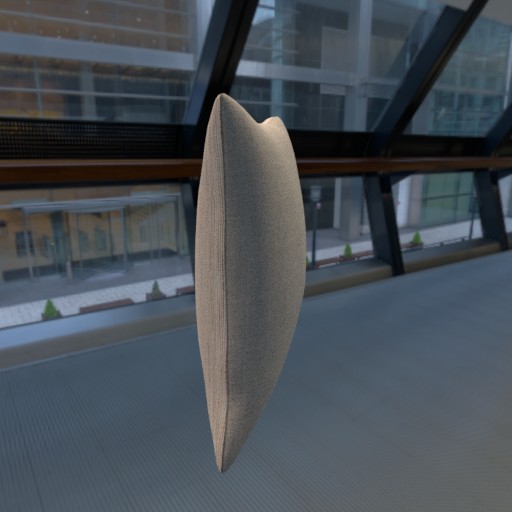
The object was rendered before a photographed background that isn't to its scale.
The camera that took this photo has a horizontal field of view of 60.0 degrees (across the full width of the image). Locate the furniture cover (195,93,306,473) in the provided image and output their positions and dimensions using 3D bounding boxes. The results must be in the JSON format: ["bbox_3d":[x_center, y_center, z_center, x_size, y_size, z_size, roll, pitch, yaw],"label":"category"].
[{"bbox_3d":[0.000,0.000,0.800,0.178,0.506,0.512,2,15,10],"label":"furniture cover"}]
